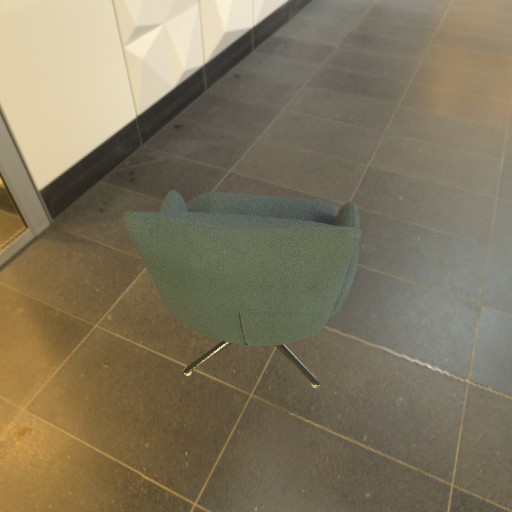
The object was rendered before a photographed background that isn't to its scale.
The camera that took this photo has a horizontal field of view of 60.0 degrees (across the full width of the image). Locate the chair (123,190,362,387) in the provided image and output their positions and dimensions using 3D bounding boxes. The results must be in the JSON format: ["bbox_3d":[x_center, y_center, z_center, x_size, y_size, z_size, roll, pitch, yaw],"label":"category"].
[{"bbox_3d":[0.000,0.000,1.598,0.711,1.016,0.889,4,47,4],"label":"chair"}]
